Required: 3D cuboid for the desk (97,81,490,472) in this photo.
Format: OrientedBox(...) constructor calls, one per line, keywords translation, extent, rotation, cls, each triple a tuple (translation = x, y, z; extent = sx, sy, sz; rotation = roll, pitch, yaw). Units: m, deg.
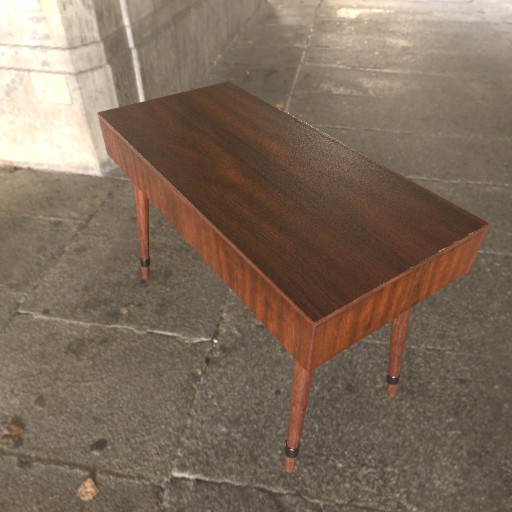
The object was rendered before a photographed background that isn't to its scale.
OrientedBox(translation=(0.000, 0.000, 2.091), extent=(0.734, 1.031, 1.577), rotation=(-24, 46, -26), cls="desk")
